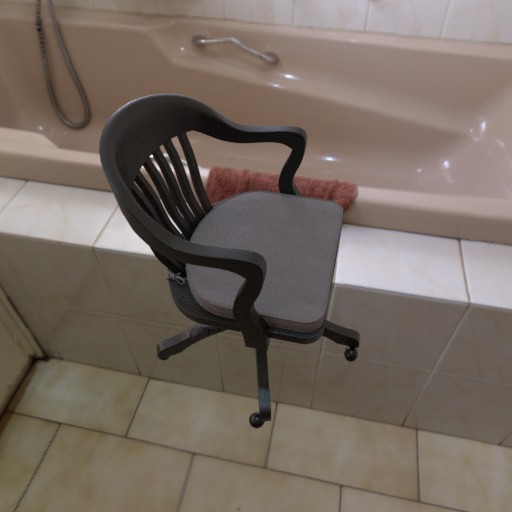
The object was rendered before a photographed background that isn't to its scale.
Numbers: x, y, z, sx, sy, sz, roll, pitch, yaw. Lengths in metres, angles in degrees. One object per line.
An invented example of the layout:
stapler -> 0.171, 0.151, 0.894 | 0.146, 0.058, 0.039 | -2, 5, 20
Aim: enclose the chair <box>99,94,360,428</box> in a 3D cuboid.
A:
chair -> 0.000, 0.000, 1.421 | 0.788, 0.878, 0.750 | 10, 47, 10
